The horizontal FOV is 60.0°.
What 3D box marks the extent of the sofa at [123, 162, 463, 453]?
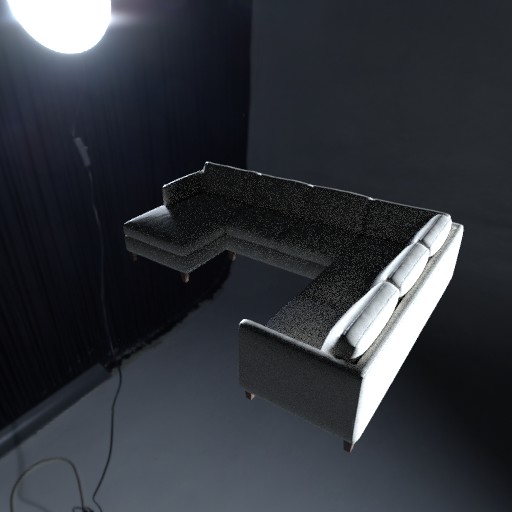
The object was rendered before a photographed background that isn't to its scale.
[{"bbox_3d":[0.000,0.000,4.334,3.238,0.853,2.551,19,34,30],"label":"sofa"}]
